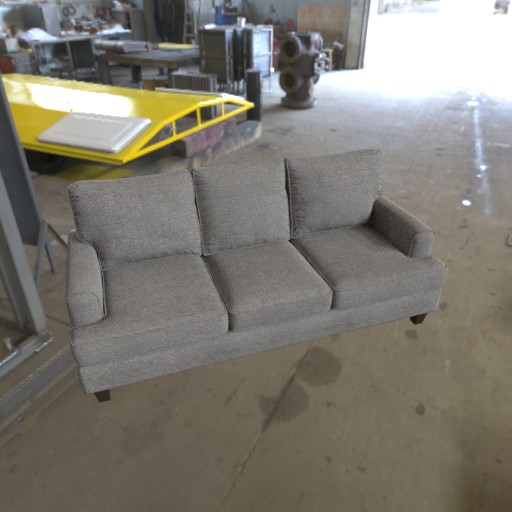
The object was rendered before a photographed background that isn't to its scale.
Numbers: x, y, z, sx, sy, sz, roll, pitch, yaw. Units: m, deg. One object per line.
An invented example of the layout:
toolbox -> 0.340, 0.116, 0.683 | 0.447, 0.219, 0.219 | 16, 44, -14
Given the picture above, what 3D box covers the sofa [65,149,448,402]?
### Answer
sofa -> 0.000, 0.000, 2.711 | 2.158, 0.965, 0.951 | -10, 32, -16
